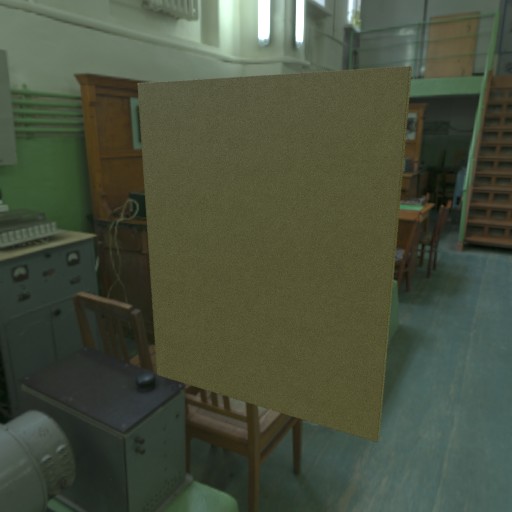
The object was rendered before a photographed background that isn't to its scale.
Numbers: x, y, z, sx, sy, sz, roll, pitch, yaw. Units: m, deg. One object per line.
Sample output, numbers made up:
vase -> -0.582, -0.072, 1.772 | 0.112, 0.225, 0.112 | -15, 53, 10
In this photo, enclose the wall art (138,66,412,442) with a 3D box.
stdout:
wall art -> 0.000, 0.000, 1.325 | 0.798, 1.002, 0.030 | 8, 17, 26
